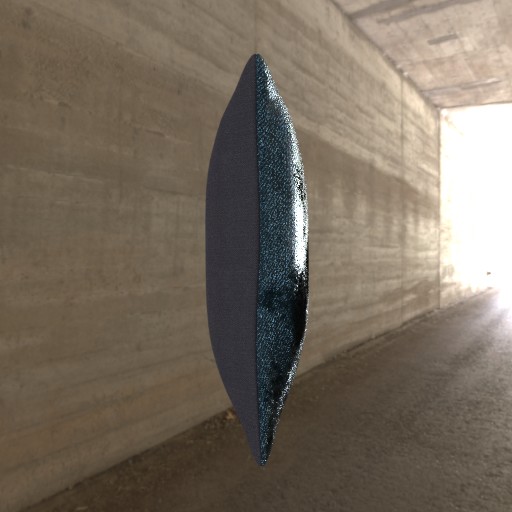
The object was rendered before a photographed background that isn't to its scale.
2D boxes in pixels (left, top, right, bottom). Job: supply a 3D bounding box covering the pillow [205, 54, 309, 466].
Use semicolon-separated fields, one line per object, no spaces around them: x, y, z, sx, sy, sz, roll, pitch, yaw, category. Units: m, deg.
0.000;0.000;0.667;0.138;0.430;0.436;0;0;-1;pillow
